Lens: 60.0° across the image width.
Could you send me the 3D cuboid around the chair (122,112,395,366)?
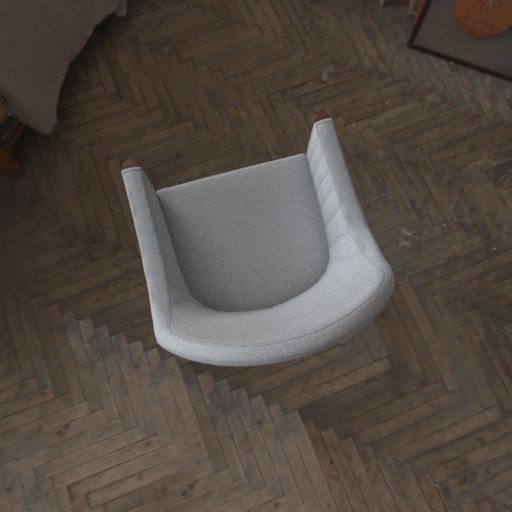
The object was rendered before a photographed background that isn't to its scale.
[{"bbox_3d":[0.000,0.000,1.301,0.610,0.889,0.620,-15,77,-4],"label":"chair"}]
